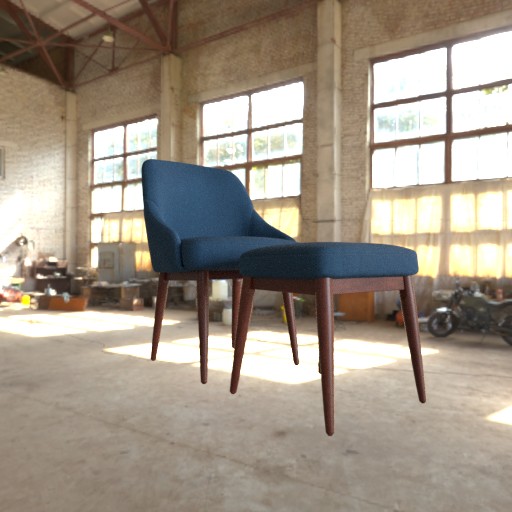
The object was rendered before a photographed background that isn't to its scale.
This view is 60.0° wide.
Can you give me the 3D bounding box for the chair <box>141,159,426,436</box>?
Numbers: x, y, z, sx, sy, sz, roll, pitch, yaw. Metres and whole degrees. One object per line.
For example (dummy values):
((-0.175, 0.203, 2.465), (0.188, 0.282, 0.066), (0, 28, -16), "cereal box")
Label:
((0.000, 0.000, 1.616), (0.584, 0.866, 1.114), (0, 0, -37), "chair")
